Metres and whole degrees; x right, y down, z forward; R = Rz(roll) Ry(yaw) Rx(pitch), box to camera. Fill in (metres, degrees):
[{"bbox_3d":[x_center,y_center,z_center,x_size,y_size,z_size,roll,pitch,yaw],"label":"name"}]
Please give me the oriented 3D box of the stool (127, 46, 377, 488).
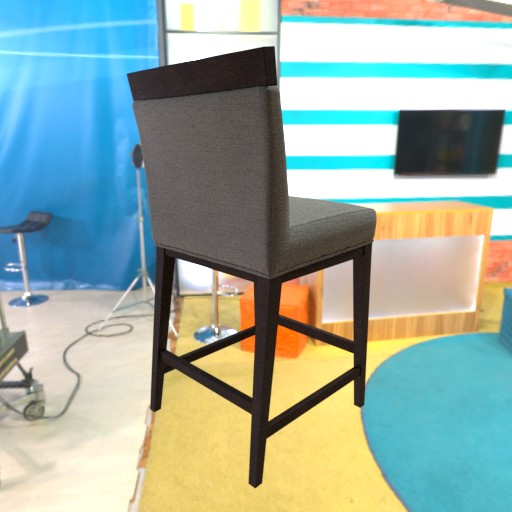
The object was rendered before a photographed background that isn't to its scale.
[{"bbox_3d":[0.000,0.000,1.297,0.512,1.009,0.531,14,20,43],"label":"stool"}]
